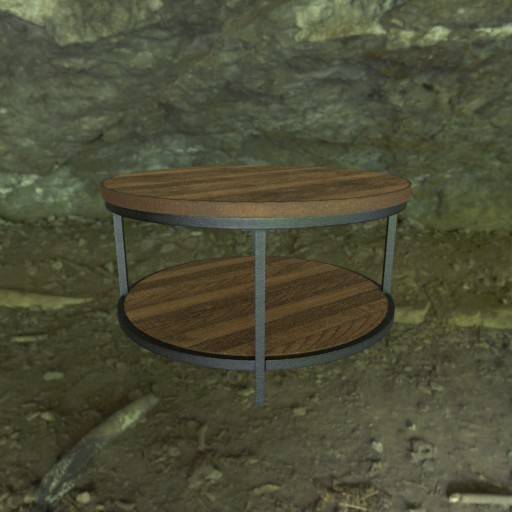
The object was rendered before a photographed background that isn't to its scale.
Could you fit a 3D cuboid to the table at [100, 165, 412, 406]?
[{"bbox_3d":[0.000,0.000,1.322,0.837,0.462,0.837,0,16,0],"label":"table"}]
